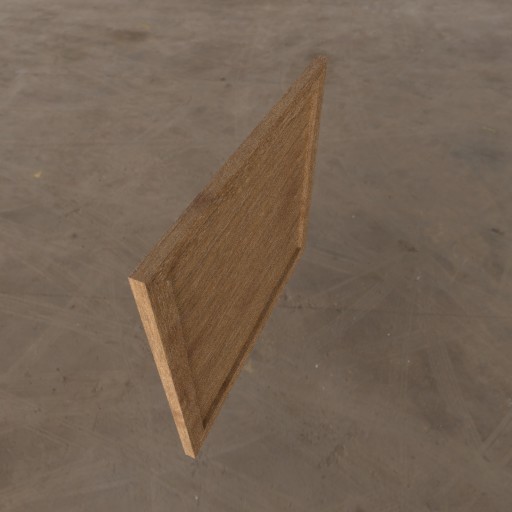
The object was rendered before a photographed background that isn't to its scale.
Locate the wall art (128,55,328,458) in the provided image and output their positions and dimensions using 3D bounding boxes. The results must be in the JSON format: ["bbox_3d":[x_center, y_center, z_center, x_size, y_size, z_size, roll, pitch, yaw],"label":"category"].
[{"bbox_3d":[0.000,0.000,0.952,0.026,0.588,0.690,18,50,16],"label":"wall art"}]
